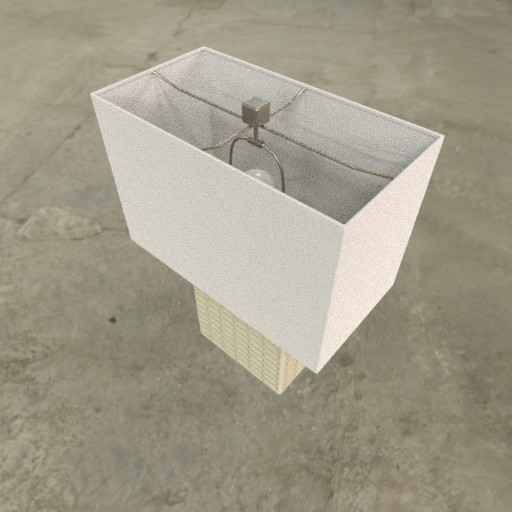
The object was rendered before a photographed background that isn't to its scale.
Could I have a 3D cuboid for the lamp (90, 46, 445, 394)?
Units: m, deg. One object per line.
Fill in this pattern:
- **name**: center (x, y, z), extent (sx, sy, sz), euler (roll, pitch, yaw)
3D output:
- **lamp**: center (0.000, 0.000, 0.699), extent (0.380, 0.515, 0.200), euler (32, 54, 27)
